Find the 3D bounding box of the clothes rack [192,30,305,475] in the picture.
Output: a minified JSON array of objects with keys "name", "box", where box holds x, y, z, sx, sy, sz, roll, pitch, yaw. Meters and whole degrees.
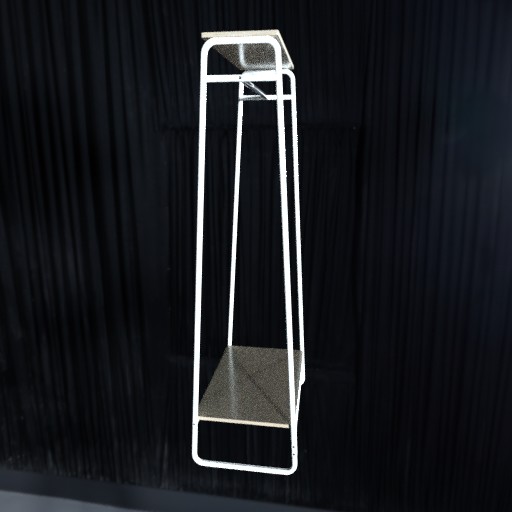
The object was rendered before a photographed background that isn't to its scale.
[{"name":"clothes rack","box":[0.000,0.000,1.781,0.400,1.512,0.640,2,15,8]}]
